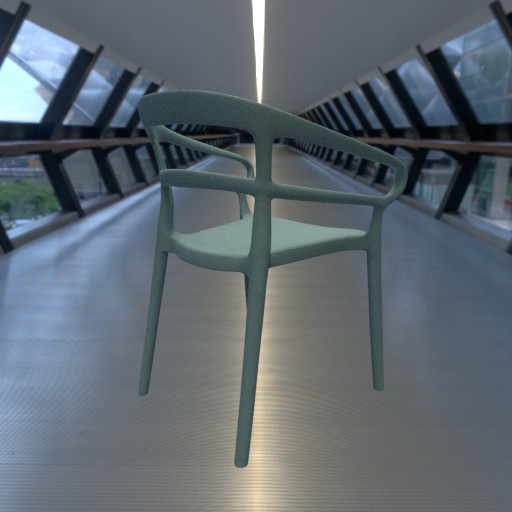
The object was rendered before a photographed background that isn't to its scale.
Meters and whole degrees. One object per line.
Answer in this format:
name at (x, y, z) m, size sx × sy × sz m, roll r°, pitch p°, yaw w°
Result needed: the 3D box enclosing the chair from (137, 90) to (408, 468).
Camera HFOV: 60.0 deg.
chair at (0.000, 0.000, 1.143) m, size 0.559 × 0.761 × 0.527 m, roll 14°, pitch 20°, yaw 43°
